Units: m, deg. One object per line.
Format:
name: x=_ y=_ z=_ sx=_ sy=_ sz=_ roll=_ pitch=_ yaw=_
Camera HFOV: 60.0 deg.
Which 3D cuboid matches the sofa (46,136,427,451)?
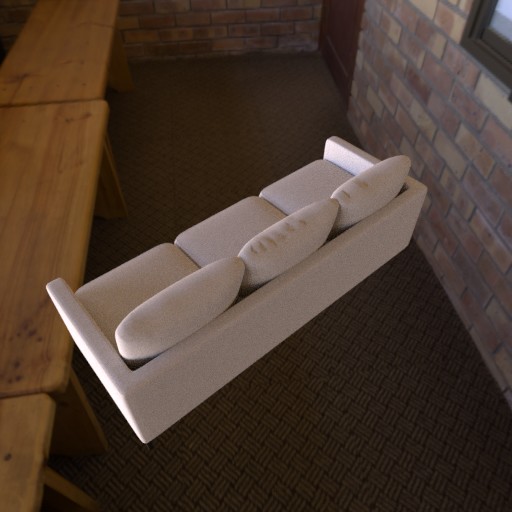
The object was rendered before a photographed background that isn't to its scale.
sofa: x=0.000 y=0.000 z=2.746 sx=2.218 sy=0.874 sz=0.859 roll=-32 pitch=54 yaw=-26
